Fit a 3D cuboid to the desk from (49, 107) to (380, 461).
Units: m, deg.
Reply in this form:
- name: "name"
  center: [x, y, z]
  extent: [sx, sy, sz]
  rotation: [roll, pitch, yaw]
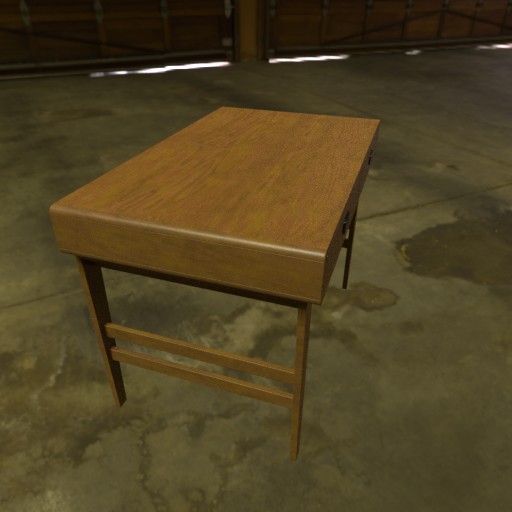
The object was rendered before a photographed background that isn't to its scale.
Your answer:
- name: "desk"
  center: [0.000, 0.000, 1.569]
  extent: [0.660, 0.754, 1.066]
  rotation: [10, 33, 16]
